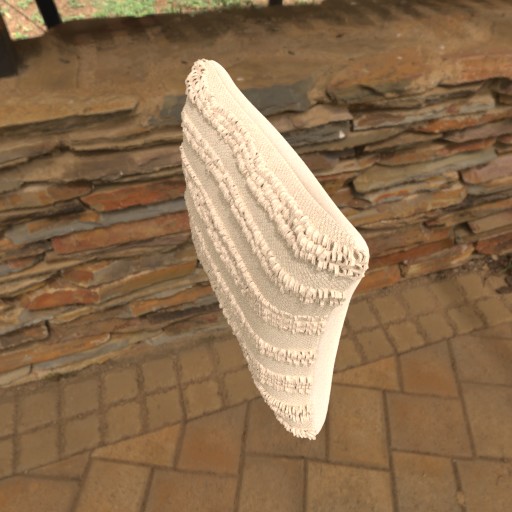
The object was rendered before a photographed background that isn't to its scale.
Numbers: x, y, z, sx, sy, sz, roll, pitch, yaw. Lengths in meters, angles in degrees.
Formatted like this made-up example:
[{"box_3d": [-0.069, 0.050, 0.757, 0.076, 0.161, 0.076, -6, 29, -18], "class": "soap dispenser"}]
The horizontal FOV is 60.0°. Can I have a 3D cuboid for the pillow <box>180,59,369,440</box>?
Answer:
[{"box_3d": [0.000, 0.000, 0.658, 0.145, 0.427, 0.437, -17, 49, -15], "class": "pillow"}]
